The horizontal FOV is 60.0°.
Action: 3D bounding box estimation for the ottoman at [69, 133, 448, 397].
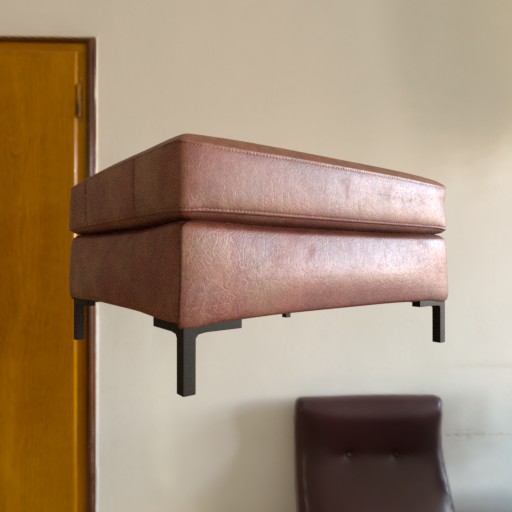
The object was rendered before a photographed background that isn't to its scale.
[{"bbox_3d":[0.000,0.000,1.751,1.186,0.667,0.965,0,0,-37],"label":"ottoman"}]
